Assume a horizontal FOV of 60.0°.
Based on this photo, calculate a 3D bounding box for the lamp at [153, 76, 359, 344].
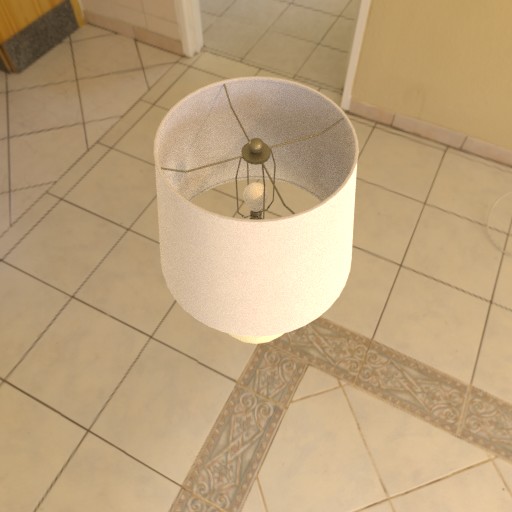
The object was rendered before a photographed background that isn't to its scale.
[{"bbox_3d":[0.000,0.000,0.577,0.239,0.399,0.239,0,58,0],"label":"lamp"}]
